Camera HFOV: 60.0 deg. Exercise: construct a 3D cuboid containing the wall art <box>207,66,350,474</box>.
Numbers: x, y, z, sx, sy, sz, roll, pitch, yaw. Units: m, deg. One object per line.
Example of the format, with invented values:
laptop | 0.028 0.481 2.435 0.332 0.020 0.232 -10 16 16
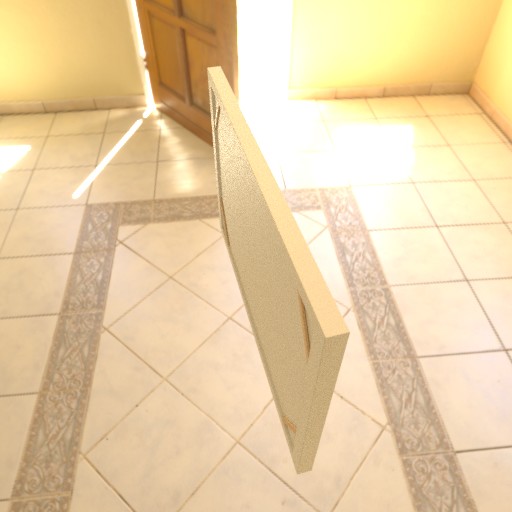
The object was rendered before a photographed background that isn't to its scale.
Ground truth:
wall art | 0.000 0.000 1.165 0.038 0.609 0.914 -11 48 -10
